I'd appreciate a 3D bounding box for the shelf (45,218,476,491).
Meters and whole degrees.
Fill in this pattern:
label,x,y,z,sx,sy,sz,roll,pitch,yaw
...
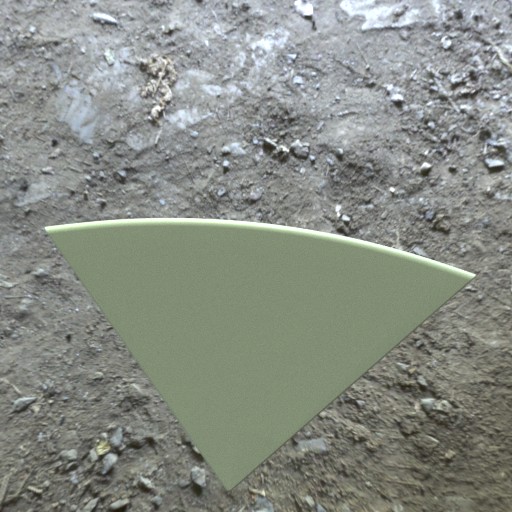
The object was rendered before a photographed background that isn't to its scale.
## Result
label,x,y,z,sx,sy,sz,roll,pitch,yaw
shelf,0.000,0.000,0.460,0.310,0.050,0.310,-38,78,-9
